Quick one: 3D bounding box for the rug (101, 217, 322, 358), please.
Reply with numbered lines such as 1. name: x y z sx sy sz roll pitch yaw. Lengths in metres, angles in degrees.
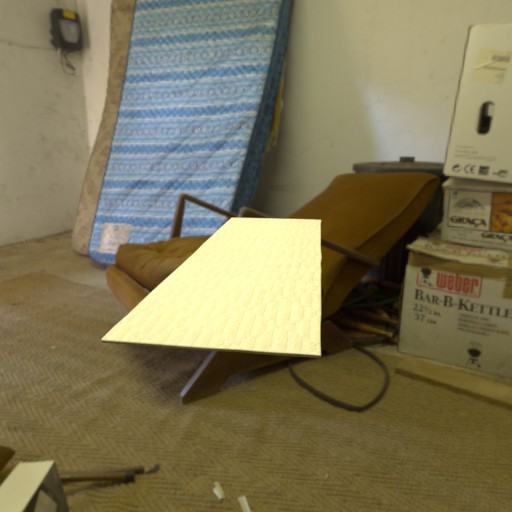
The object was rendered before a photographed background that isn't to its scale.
1. rug: 0.000 0.000 2.698 0.793 0.014 2.450 2 16 8
